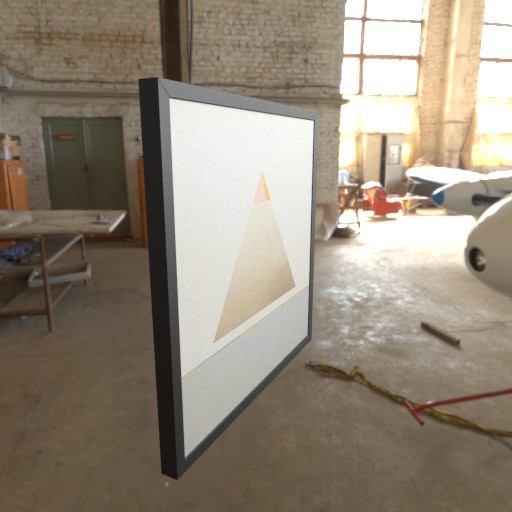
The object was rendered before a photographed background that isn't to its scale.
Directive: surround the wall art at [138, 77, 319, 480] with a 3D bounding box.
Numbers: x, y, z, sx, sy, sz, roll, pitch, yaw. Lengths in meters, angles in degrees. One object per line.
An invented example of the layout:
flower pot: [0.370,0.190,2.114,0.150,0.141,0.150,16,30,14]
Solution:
wall art: [0.000,0.000,0.766,0.028,0.511,0.513,7,15,27]
